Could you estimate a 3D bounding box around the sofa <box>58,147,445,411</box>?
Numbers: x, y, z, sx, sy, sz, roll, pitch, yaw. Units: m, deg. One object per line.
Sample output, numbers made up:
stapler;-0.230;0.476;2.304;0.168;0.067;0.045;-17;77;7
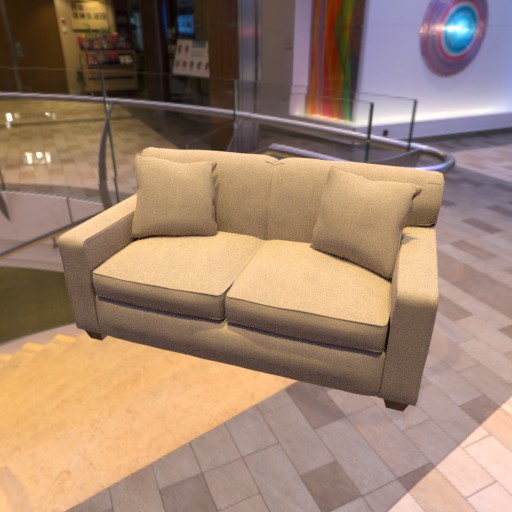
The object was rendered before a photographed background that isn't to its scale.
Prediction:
sofa;0.000;0.000;2.451;1.846;0.958;0.998;9;28;17
